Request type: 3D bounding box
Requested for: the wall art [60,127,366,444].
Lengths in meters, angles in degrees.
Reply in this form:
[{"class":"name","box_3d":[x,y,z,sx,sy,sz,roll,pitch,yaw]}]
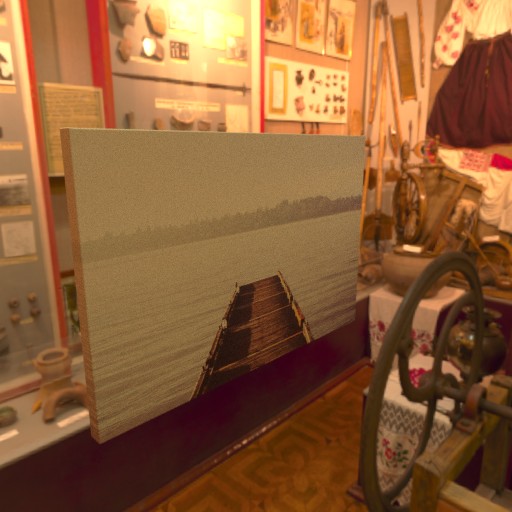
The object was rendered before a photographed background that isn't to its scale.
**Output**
[{"class":"wall art","box_3d":[0.000,0.000,1.135,0.916,0.609,0.037,-14,19,-43]}]
